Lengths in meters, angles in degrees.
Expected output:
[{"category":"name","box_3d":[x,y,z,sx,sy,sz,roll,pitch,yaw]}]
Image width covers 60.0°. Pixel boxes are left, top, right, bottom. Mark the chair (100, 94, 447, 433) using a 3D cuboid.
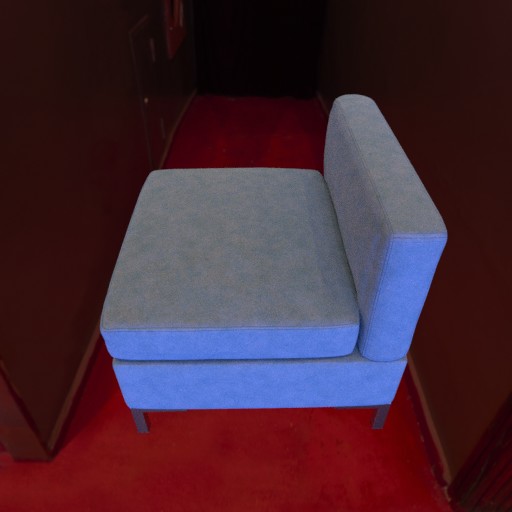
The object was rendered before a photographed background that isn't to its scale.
[{"category":"chair","box_3d":[0.000,0.000,1.209,0.685,0.660,0.684,-1,40,-1]}]
